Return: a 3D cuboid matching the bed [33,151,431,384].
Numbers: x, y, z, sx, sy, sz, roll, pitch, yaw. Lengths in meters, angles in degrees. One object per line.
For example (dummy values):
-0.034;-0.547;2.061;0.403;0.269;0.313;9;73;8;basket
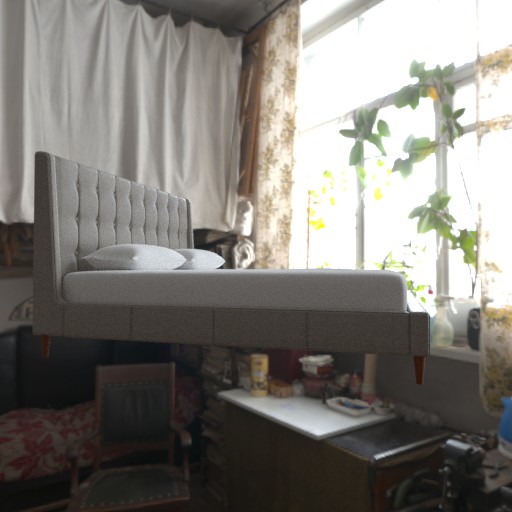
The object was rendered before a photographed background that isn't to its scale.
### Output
0.000;0.000;3.413;2.342;1.289;2.062;0;-1;17;bed
